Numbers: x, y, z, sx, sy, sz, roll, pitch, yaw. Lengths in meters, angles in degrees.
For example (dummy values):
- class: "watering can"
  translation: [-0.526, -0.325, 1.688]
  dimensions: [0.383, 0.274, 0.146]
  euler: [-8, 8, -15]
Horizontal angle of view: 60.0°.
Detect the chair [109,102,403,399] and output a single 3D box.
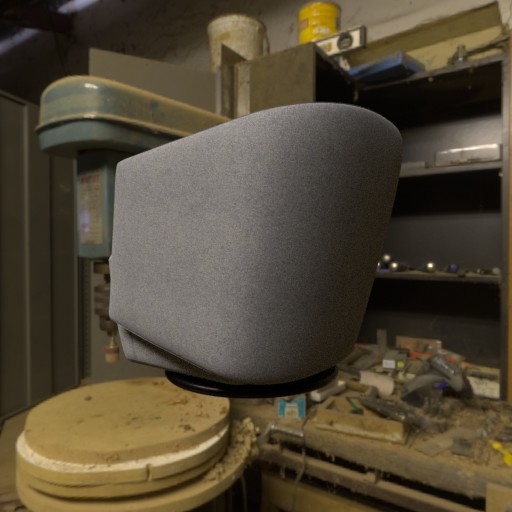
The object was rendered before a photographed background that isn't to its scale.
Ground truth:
- class: "chair"
  translation: [0.000, 0.000, 1.637]
  dimensions: [0.986, 0.861, 0.822]
  euler: [1, 1, 36]
